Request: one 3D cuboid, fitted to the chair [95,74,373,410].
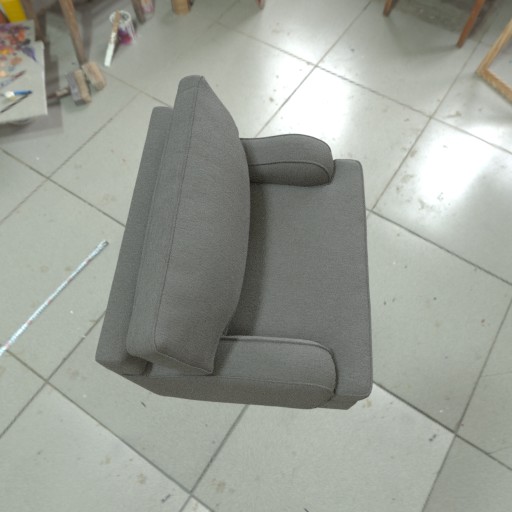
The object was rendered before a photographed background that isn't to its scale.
[{"bbox_3d":[0.000,0.000,2.033,1.041,1.016,1.220,4,64,2],"label":"chair"}]
